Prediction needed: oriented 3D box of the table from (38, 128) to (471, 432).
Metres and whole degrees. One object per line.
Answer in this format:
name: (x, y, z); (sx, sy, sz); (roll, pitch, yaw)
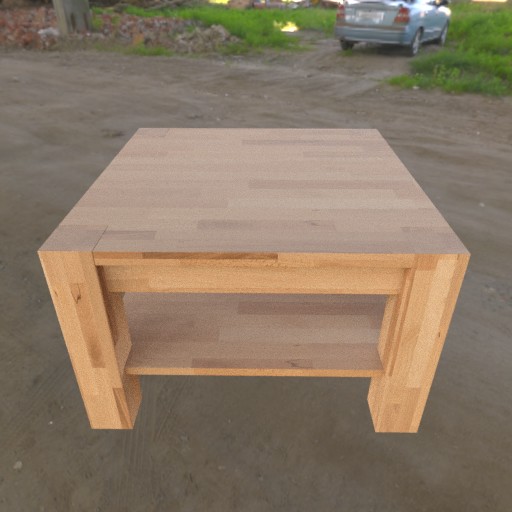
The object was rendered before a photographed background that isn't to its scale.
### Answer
table: (0.000, 0.000, 1.131); (0.700, 0.451, 0.700); (0, 32, 1)
